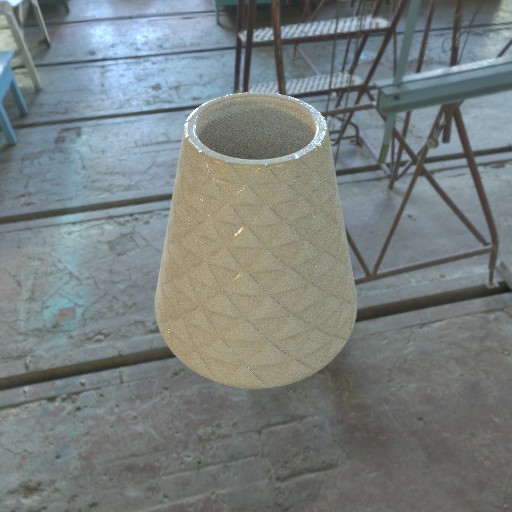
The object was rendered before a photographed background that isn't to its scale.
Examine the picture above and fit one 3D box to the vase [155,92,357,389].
[{"bbox_3d":[0.000,0.000,0.353,0.175,0.230,0.175,0,46,0],"label":"vase"}]
